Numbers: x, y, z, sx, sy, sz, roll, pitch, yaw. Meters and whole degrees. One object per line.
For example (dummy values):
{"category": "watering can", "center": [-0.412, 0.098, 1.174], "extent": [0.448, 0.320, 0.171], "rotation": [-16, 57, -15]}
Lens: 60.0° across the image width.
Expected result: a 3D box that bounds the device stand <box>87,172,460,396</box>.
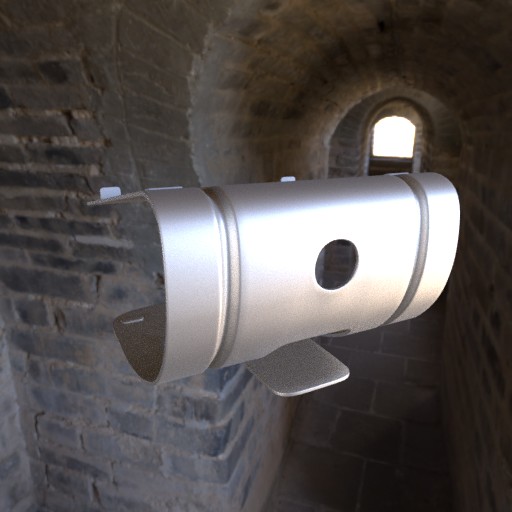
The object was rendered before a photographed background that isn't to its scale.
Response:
{"category": "device stand", "center": [0.000, 0.000, 0.404], "extent": [0.256, 0.155, 0.236], "rotation": [-8, 18, -26]}
